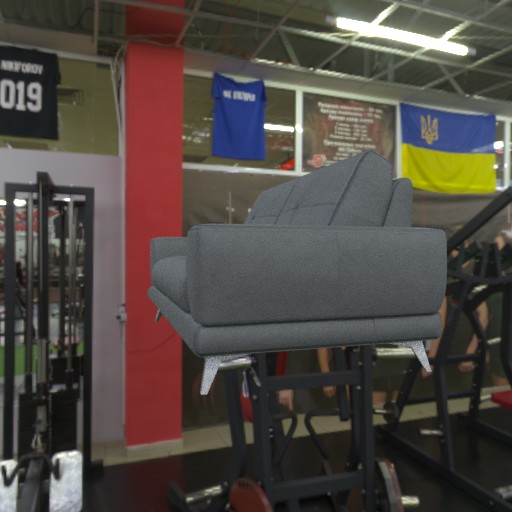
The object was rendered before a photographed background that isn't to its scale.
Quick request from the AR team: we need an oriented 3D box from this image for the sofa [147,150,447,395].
[{"bbox_3d":[0.000,0.000,2.391,1.018,0.907,1.806,0,1,-18],"label":"sofa"}]
